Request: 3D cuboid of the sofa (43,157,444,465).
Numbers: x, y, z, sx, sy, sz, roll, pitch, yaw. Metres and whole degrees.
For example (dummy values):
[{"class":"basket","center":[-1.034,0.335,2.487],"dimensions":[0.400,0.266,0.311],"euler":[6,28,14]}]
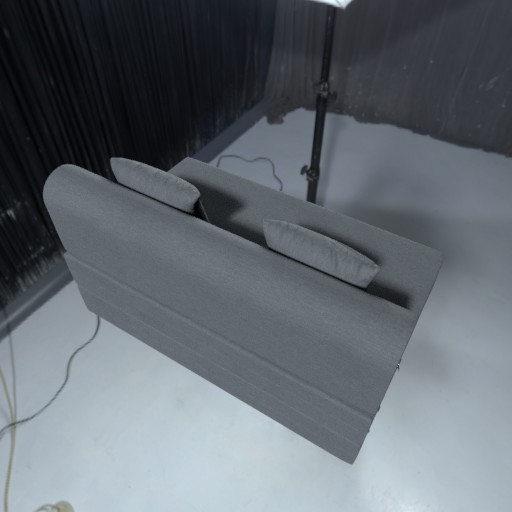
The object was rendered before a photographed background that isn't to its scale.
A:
[{"class":"sofa","center":[0.000,0.000,1.656],"dimensions":[1.225,0.670,0.762],"euler":[24,51,21]}]
